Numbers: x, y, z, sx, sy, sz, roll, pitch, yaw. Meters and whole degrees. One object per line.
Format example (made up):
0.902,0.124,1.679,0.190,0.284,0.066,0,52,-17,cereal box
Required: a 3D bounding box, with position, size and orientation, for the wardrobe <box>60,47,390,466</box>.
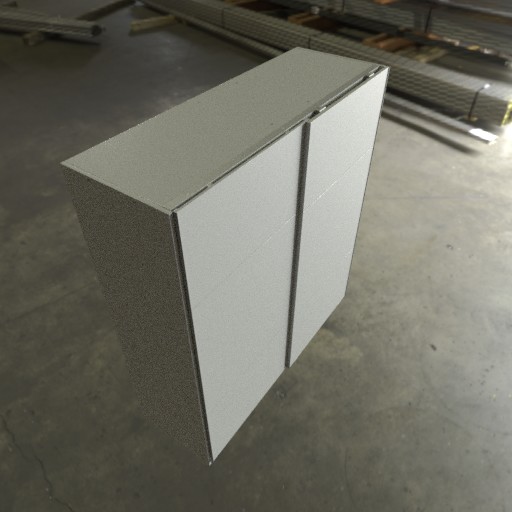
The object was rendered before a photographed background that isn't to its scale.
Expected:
0.000,0.000,2.792,0.629,1.960,1.780,25,48,26,wardrobe
